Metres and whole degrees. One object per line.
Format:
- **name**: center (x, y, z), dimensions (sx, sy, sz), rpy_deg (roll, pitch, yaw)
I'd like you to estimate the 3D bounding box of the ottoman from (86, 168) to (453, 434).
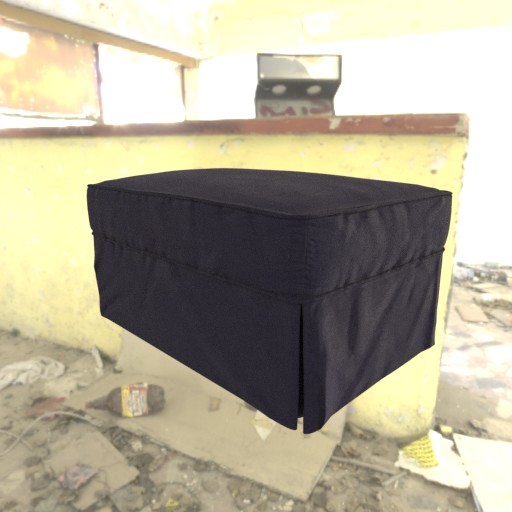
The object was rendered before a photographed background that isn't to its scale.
- **ottoman**: center (0.000, 0.000, 1.319), dimensions (0.637, 0.503, 0.938), rpy_deg (-13, 19, -42)
